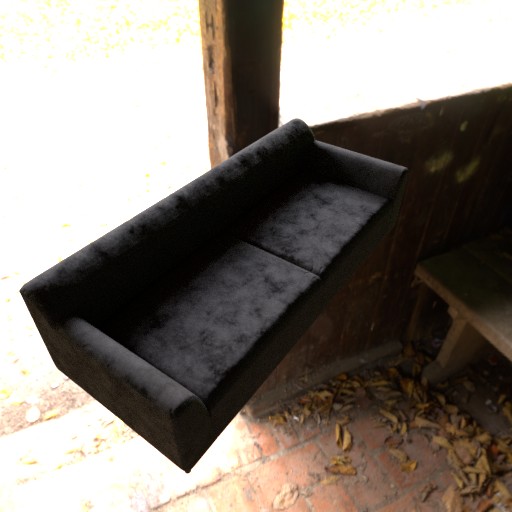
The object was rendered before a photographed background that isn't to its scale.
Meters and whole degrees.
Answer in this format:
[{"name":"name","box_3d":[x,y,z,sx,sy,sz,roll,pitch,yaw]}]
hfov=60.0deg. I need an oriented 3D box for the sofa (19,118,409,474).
[{"name":"sofa","box_3d":[0.000,0.000,2.550,0.900,0.740,2.190,25,46,27]}]
